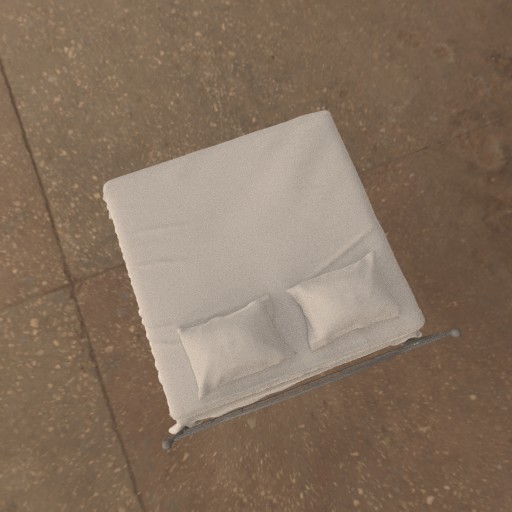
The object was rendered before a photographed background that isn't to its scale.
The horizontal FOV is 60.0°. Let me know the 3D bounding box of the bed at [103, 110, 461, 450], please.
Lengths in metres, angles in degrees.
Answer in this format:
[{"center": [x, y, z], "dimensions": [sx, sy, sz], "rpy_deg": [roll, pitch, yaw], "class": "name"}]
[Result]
[{"center": [0.000, 0.000, 3.546], "dimensions": [2.309, 1.080, 2.220], "rpy_deg": [-19, 76, -5], "class": "bed"}]
